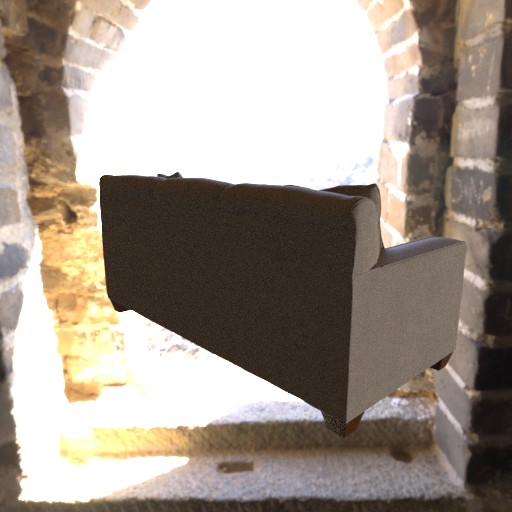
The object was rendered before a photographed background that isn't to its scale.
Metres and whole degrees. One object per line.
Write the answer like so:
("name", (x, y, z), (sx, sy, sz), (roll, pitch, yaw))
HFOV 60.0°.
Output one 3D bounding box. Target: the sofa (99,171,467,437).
("sofa", (0.000, 0.000, 2.574), (0.997, 0.958, 2.024), (-12, 17, -42))
